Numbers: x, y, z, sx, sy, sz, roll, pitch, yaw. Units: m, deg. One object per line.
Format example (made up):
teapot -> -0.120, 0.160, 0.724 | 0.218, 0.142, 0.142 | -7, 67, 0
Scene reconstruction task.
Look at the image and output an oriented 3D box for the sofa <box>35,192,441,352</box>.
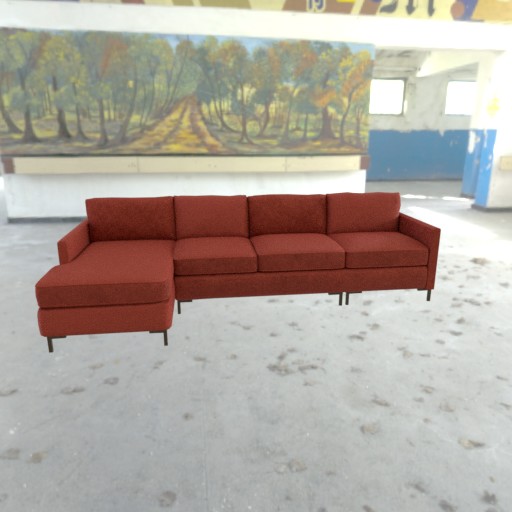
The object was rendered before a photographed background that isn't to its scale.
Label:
sofa -> 0.000, 0.000, 4.057 | 3.400, 0.967, 1.500 | -2, 16, -7
